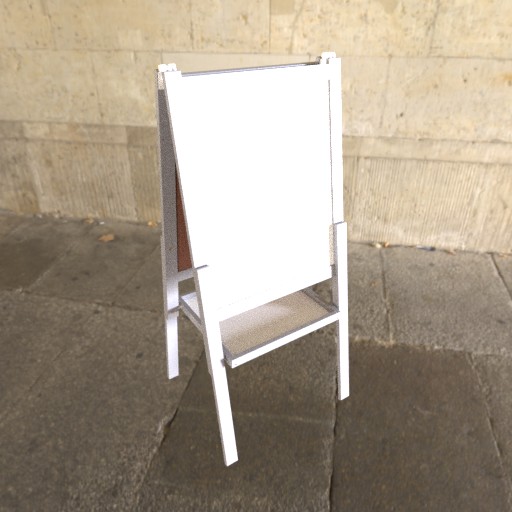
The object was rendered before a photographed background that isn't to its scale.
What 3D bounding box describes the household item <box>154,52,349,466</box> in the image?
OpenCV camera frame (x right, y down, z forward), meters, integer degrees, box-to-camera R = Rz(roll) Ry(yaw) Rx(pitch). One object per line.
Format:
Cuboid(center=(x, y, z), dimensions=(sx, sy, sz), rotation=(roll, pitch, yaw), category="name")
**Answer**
Cuboid(center=(0.000, 0.000, 1.427), dimensions=(0.531, 1.172, 0.469), rotation=(-18, 35, -29), category="household item")
